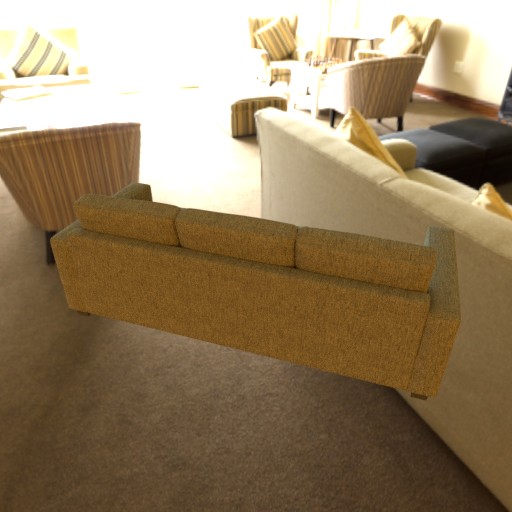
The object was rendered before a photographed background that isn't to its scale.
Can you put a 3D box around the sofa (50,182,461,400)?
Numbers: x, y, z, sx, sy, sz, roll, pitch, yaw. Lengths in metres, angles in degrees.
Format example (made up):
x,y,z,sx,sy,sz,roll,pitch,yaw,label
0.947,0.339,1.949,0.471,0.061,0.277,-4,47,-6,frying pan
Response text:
x,y,z,sx,sy,sz,roll,pitch,yaw,label
0.000,0.000,2.613,2.160,0.800,0.900,10,34,16,sofa
